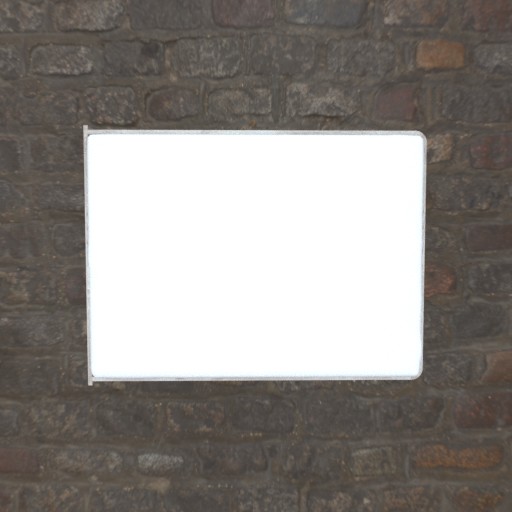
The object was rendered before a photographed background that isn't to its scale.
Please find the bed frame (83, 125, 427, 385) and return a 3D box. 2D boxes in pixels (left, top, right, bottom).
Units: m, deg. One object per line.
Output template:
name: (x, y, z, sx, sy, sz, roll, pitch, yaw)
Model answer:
bed frame: (0.000, 0.000, 2.668, 1.950, 0.462, 1.490, 0, 93, -1)
